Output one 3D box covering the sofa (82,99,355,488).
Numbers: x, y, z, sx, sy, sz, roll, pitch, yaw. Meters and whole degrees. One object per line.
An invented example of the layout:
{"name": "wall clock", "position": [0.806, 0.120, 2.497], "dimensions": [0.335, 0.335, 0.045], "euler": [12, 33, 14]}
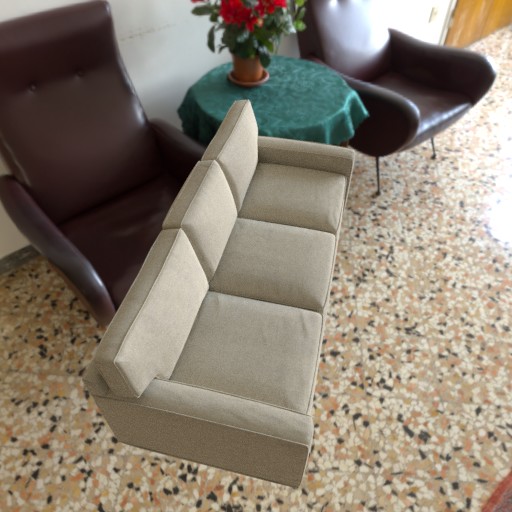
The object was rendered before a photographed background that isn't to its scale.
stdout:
{"name": "sofa", "position": [0.000, 0.000, 2.544], "dimensions": [0.936, 0.862, 2.093], "euler": [10, 48, 9]}
